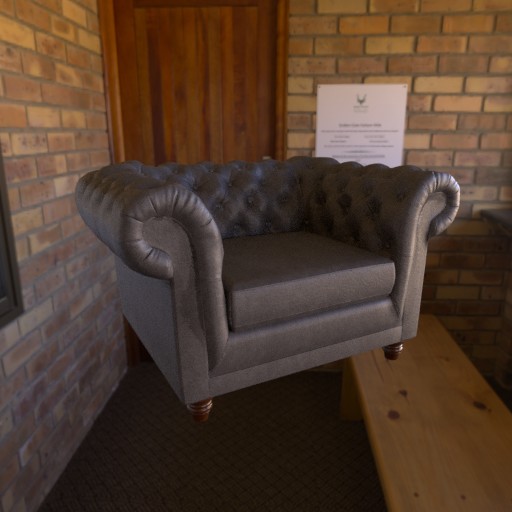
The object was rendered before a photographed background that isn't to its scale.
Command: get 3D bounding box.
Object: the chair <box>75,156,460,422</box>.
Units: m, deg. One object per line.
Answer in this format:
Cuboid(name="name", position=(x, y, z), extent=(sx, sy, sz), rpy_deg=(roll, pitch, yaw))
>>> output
Cuboid(name="chair", position=(0.000, 0.000, 1.856), extent=(1.298, 0.780, 0.943), rpy_deg=(-8, 17, -28))
